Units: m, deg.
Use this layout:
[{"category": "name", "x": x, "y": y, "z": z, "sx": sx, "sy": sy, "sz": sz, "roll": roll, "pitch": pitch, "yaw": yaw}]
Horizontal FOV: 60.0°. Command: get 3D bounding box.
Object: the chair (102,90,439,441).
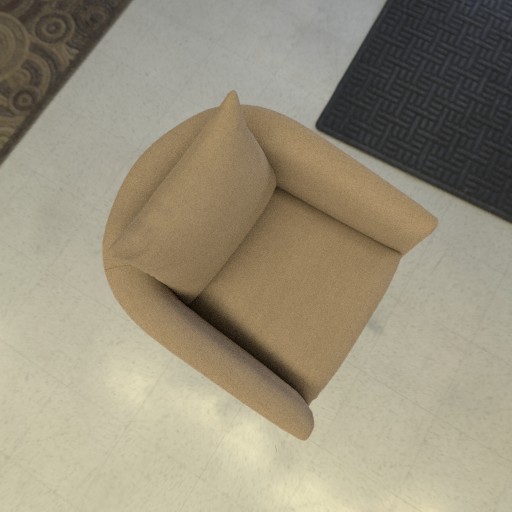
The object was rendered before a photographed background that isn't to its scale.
[{"category": "chair", "x": 0.000, "y": 0.000, "z": 1.568, "sx": 0.910, "sy": 0.848, "sz": 0.845, "roll": 33, "pitch": 78, "yaw": 8}]
